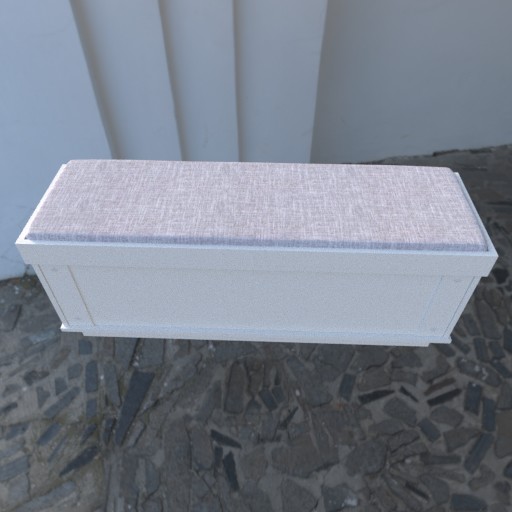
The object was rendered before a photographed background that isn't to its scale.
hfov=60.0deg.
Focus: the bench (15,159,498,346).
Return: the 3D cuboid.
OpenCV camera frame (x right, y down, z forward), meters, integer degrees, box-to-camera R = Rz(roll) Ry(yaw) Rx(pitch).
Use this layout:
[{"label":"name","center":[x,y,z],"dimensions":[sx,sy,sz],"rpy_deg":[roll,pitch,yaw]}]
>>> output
[{"label":"bench","center":[0.000,0.000,1.369],"dimensions":[1.196,0.453,0.363],"rpy_deg":[2,46,1]}]
